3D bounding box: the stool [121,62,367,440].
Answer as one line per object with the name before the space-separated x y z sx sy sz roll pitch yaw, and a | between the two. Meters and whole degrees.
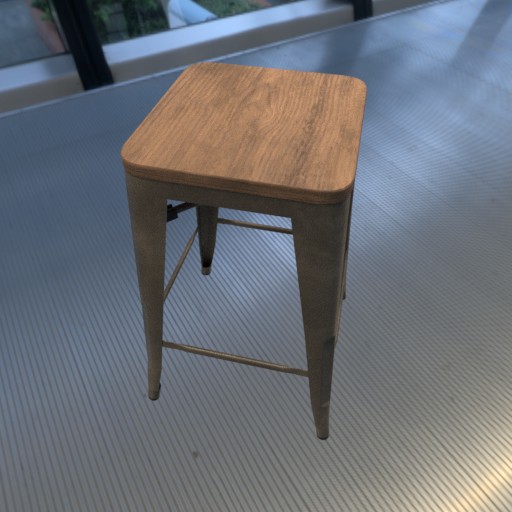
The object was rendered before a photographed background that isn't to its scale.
stool | 0.000 0.000 0.877 0.407 0.607 0.407 10 47 9
